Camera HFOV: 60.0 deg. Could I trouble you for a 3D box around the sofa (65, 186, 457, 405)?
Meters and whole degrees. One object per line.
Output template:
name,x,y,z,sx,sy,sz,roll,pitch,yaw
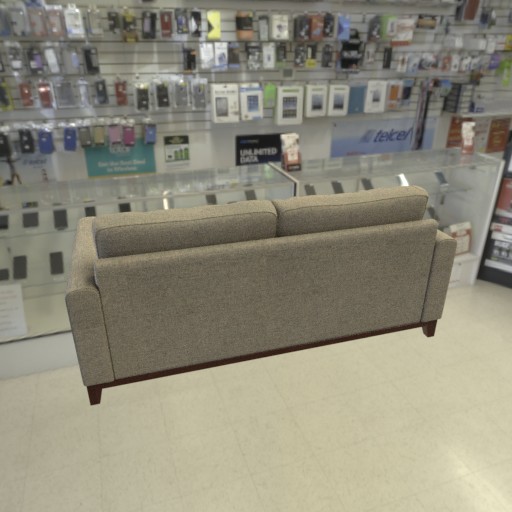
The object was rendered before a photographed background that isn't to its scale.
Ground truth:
sofa,0.000,0.000,2.587,1.978,0.892,0.969,-7,27,-15
